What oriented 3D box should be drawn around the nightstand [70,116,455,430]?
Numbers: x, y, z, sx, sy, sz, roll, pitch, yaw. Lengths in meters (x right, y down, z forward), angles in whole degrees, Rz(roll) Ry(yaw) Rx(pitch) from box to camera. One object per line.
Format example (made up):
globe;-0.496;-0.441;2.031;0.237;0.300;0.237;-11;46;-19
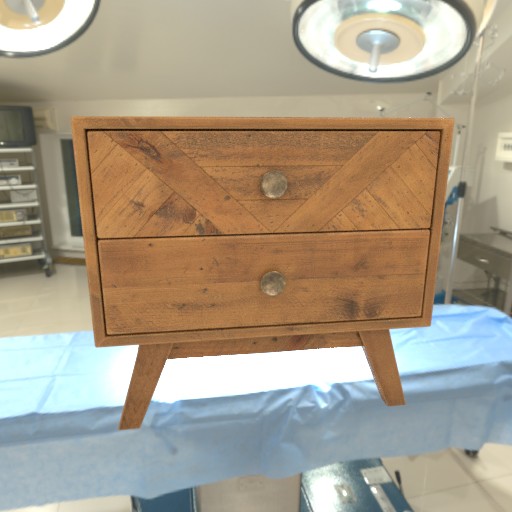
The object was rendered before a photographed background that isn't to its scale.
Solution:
nightstand;0.000;0.000;1.024;0.650;0.599;0.450;-2;16;-8
